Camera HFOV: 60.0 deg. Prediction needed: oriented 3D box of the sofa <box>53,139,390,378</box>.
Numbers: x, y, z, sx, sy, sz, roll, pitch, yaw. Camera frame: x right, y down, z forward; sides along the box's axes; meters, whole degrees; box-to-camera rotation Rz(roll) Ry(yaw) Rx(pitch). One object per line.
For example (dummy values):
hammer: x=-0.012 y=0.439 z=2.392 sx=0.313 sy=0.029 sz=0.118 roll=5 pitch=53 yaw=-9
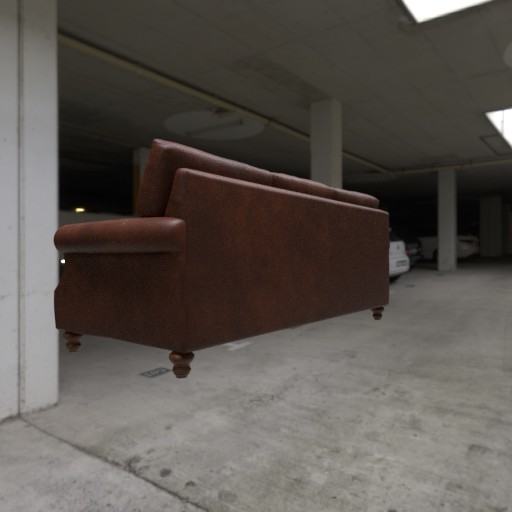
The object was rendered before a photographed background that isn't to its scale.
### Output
sofa: x=0.000 y=0.000 z=2.855 sx=0.973 sy=0.977 sz=2.351 roll=0 pitch=0 yaw=37
